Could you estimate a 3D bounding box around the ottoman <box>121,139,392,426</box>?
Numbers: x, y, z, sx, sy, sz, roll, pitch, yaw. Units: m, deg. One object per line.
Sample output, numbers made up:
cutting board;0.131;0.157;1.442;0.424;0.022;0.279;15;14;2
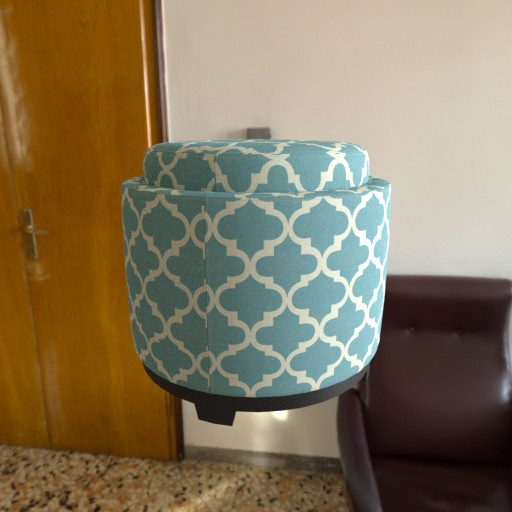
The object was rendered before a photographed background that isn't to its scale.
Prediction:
ottoman;0.000;0.000;0.845;0.480;0.429;0.480;0;16;0
